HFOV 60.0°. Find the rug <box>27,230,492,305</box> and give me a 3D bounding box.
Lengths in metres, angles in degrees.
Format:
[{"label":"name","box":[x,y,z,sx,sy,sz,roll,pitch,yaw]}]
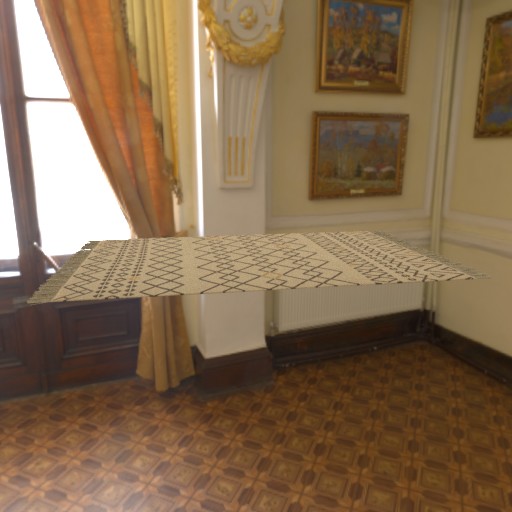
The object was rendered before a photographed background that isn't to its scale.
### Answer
[{"label":"rug","box":[0.000,0.000,2.998,2.472,0.035,1.495,-2,14,-10]}]
